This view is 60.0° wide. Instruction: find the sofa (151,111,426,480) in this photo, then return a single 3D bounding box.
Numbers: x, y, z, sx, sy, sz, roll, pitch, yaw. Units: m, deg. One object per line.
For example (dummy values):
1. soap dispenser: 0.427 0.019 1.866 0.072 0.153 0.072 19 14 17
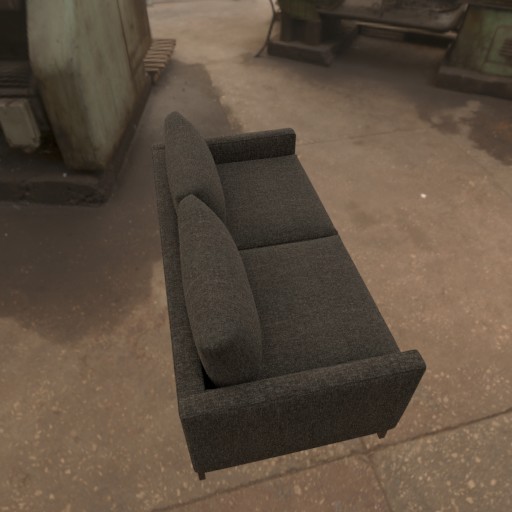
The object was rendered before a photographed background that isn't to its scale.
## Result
1. sofa: 0.000 0.000 2.161 0.866 0.862 1.716 -9 45 -9
